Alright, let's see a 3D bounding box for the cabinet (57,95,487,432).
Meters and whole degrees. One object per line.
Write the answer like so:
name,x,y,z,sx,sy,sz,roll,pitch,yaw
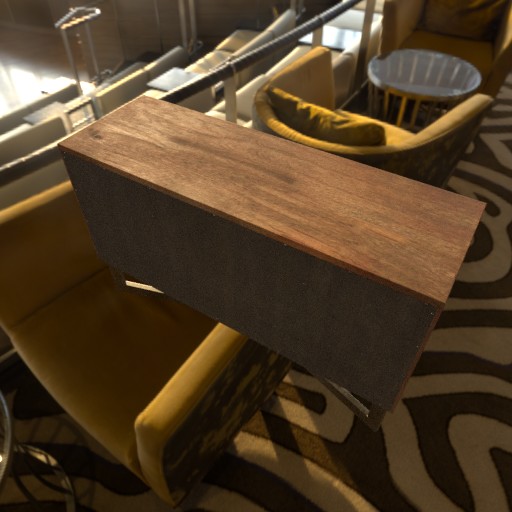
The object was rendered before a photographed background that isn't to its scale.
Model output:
cabinet,0.000,0.000,1.752,1.373,0.812,0.480,24,50,22
